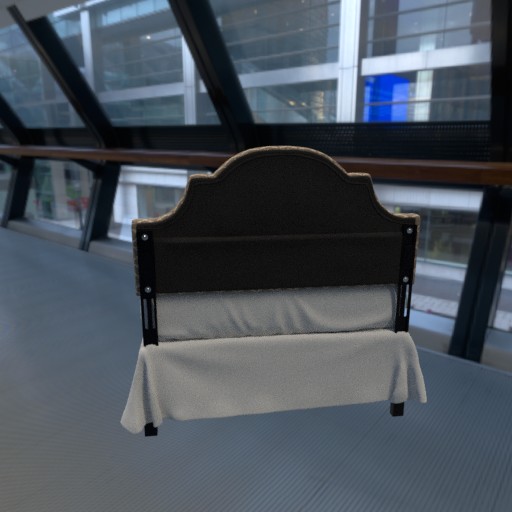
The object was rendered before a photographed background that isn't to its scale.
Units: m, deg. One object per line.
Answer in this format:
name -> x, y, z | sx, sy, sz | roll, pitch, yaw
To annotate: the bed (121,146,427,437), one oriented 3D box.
bed -> 0.000, 0.000, 3.405 | 1.780, 1.633, 2.222 | -2, 14, -7
